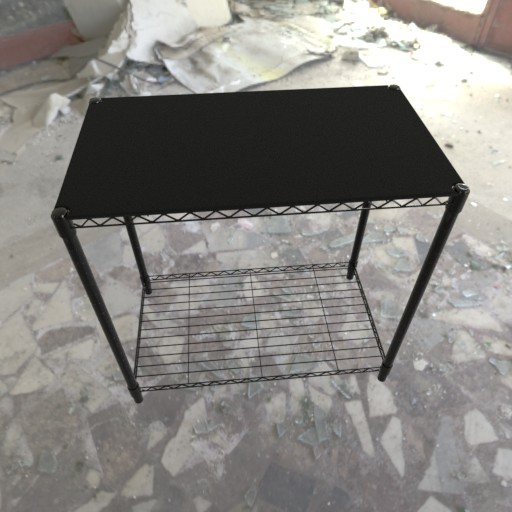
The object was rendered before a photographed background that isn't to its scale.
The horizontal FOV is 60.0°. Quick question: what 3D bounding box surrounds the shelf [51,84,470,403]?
[{"bbox_3d":[0.000,0.000,0.929,0.589,0.564,0.338,-4,47,-4],"label":"shelf"}]
